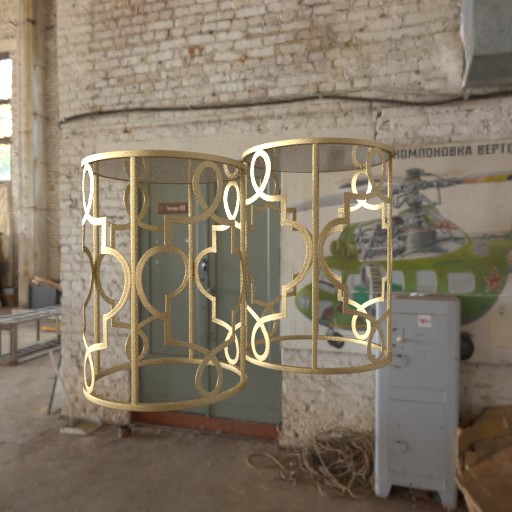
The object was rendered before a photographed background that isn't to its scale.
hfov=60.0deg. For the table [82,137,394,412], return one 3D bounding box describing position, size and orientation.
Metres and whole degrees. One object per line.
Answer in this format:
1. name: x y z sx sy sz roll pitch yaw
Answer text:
1. table: 0.000 0.000 1.138 0.846 0.564 0.420 -1 1 -36
